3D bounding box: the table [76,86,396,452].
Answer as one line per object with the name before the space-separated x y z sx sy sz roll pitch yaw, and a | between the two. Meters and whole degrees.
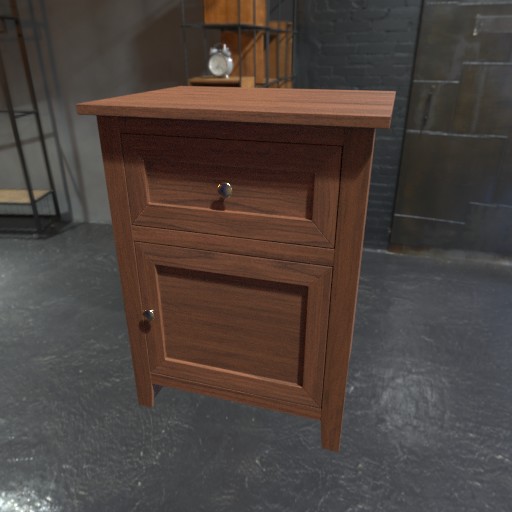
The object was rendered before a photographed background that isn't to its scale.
table | 0.000 0.000 0.936 0.480 0.636 0.381 7 26 15
